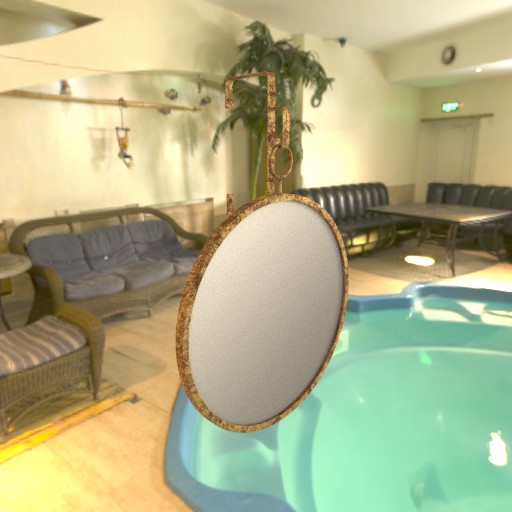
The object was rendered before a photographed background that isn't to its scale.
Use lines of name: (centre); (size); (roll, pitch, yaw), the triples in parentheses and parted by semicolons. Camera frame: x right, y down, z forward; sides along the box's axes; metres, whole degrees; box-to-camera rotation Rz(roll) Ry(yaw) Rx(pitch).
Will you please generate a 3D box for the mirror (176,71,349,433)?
mirror: (0.000, 0.000, 0.847); (0.144, 0.651, 0.447); (13, 19, 43)
